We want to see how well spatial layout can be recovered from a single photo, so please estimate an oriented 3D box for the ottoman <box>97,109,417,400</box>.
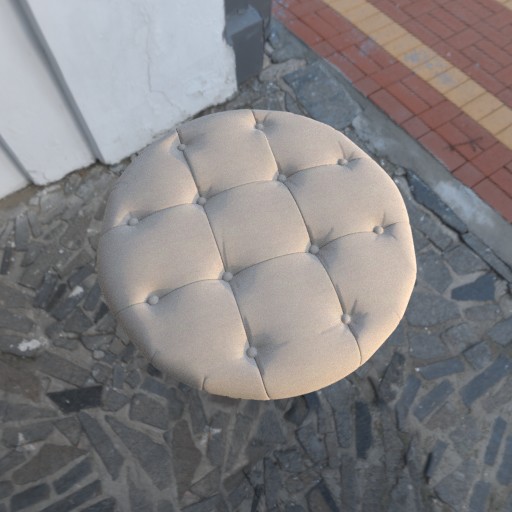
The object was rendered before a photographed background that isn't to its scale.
[{"bbox_3d":[0.000,0.000,1.373,0.901,0.439,0.901,0,63,0],"label":"ottoman"}]
